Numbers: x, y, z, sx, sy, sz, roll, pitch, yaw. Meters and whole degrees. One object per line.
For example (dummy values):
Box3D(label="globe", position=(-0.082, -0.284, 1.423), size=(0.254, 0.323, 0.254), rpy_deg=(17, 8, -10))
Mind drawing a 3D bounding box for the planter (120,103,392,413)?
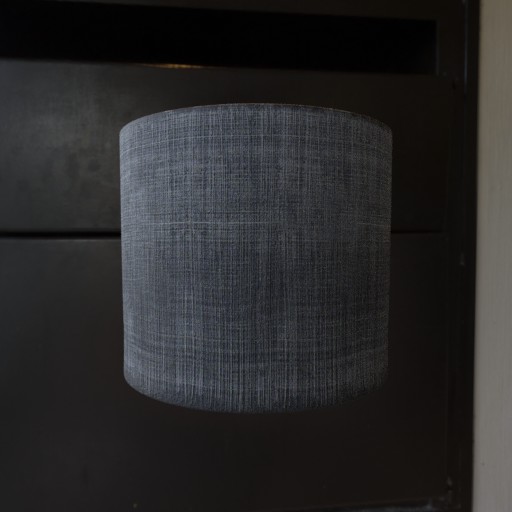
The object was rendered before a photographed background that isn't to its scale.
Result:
Box3D(label="planter", position=(0.000, 0.000, 0.436), size=(0.254, 0.221, 0.254), rpy_deg=(0, 2, 0))
